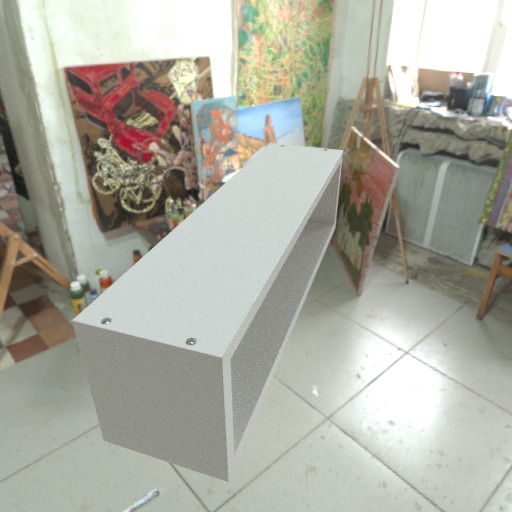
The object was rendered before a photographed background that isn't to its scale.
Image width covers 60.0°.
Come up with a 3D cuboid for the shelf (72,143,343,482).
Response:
[{"bbox_3d":[0.000,0.000,0.680,0.150,0.170,0.610,10,32,16],"label":"shelf"}]
